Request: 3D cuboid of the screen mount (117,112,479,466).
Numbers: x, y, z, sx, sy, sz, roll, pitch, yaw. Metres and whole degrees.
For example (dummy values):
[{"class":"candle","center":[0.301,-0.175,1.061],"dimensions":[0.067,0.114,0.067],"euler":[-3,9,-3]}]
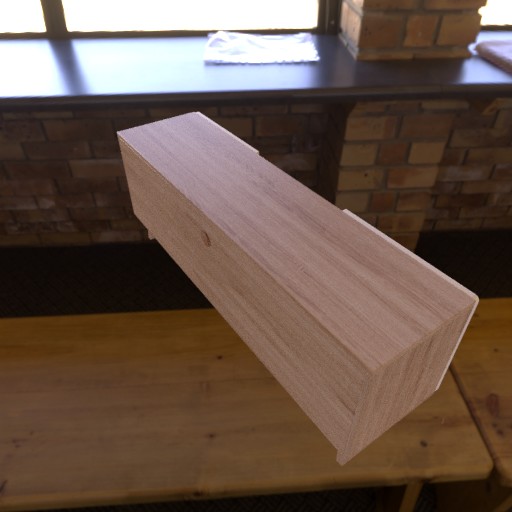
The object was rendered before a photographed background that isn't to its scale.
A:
[{"class":"screen mount","center":[0.000,0.000,1.725],"dimensions":[0.420,0.570,1.500],"euler":[-24,46,-26]}]
